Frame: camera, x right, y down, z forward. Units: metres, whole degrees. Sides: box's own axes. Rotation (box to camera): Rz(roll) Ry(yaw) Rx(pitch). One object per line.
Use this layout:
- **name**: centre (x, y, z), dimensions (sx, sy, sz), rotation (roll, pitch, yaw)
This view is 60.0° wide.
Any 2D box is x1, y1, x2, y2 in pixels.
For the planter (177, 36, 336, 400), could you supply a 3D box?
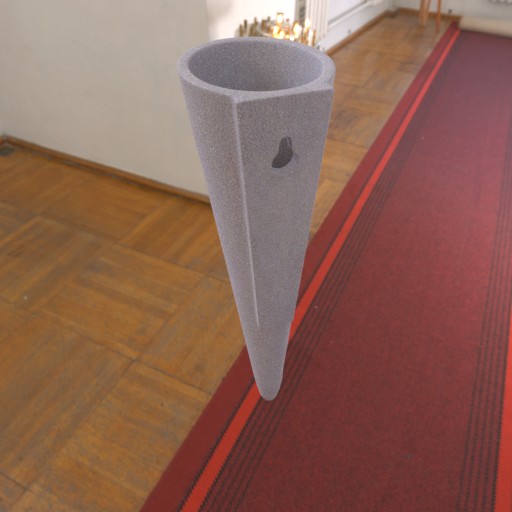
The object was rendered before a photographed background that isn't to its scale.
- **planter**: centre (0.000, 0.000, 0.307), dimensions (0.078, 0.259, 0.087), rotation (-13, 44, -14)
